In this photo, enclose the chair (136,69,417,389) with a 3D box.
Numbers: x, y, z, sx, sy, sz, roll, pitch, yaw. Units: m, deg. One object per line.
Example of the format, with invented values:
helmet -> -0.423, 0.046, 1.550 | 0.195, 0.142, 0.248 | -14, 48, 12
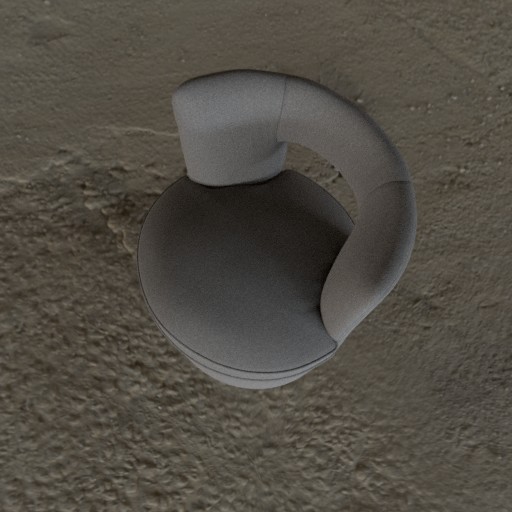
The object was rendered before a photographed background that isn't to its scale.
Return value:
chair -> 0.000, 0.000, 1.251 | 0.660, 0.719, 0.689 | -36, 70, -16
